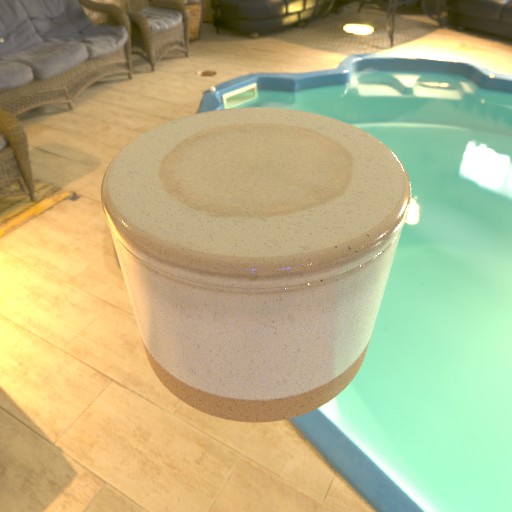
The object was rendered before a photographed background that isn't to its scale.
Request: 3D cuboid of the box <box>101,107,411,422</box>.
[{"bbox_3d":[0.000,0.000,0.263,0.154,0.123,0.154,0,40,0],"label":"box"}]
